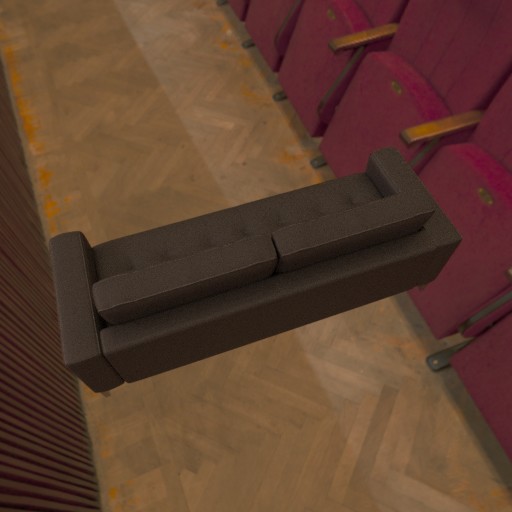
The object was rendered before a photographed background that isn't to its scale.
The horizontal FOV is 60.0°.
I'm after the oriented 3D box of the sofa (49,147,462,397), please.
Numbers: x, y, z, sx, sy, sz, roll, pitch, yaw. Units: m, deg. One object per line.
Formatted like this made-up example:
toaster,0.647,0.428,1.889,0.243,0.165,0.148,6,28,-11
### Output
sofa,0.000,0.000,2.693,2.275,0.893,0.833,-17,59,-10
